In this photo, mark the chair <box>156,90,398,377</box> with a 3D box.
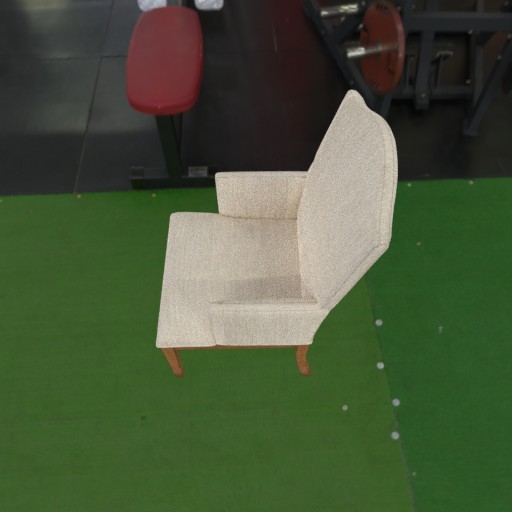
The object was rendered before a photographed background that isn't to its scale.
[{"bbox_3d":[0.000,0.000,1.436,0.641,1.016,0.533,-1,58,0],"label":"chair"}]
